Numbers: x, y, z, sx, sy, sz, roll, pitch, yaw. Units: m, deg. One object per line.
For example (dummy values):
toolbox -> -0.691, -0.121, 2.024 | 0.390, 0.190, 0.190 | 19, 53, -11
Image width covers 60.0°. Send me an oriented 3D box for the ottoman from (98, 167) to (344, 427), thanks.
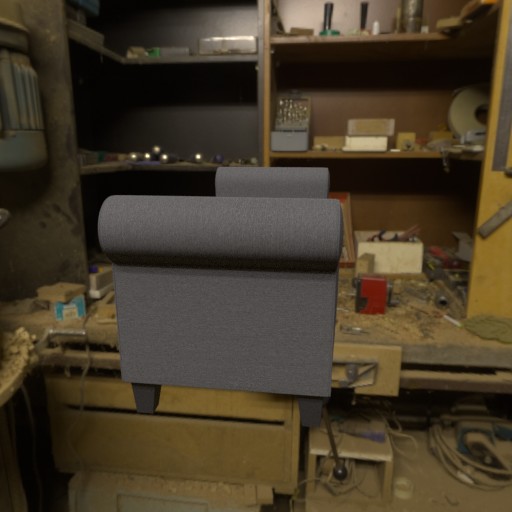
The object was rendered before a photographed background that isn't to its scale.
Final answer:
ottoman -> 0.000, 0.000, 1.551 | 0.521, 0.547, 1.256 | 2, 15, 7
